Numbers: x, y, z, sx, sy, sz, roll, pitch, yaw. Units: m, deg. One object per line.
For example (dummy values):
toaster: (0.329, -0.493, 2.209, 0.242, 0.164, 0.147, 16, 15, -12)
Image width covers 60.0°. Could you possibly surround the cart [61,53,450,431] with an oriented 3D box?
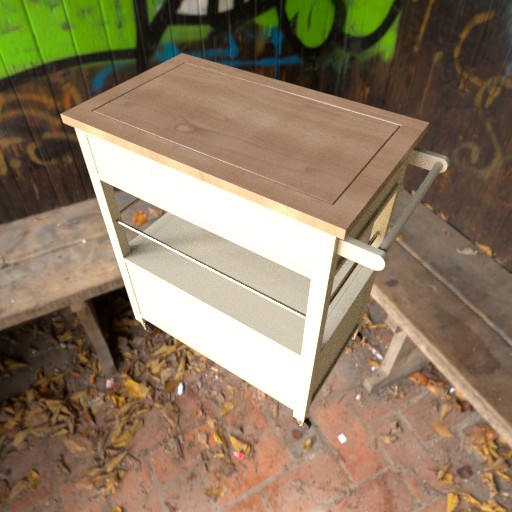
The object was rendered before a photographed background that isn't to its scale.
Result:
cart: (0.000, 0.000, 1.370, 0.840, 0.901, 0.459, 25, 51, 23)
